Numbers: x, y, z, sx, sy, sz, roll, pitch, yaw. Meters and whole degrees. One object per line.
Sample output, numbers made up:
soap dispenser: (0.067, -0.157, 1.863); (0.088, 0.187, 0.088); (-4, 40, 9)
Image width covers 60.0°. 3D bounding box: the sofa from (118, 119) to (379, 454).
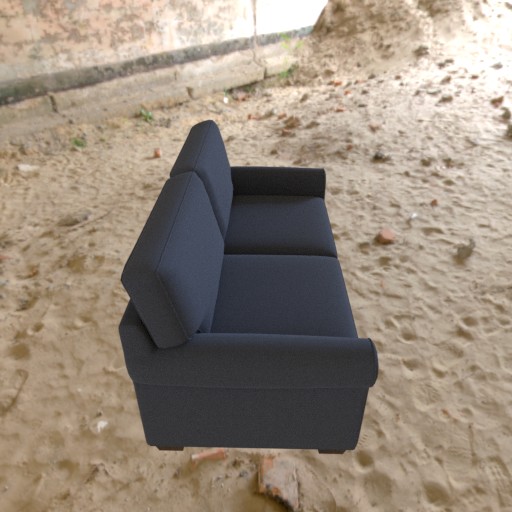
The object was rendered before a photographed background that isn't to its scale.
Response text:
sofa: (0.000, 0.000, 2.466); (0.940, 1.020, 1.930); (1, 33, 1)
